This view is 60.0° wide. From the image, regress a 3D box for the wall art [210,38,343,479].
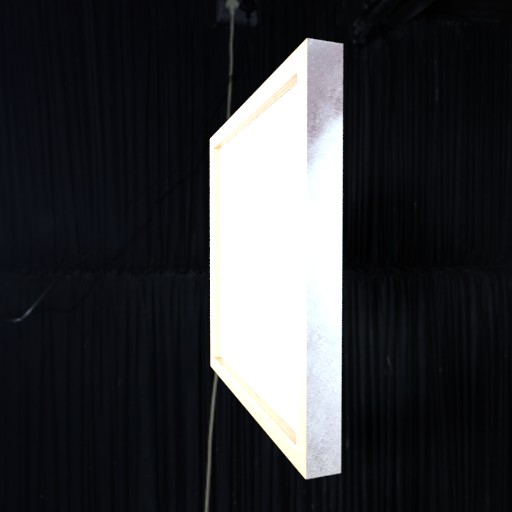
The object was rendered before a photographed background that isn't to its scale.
[{"bbox_3d":[0.000,0.000,0.452,0.028,0.303,0.303,0,2,-18],"label":"wall art"}]
